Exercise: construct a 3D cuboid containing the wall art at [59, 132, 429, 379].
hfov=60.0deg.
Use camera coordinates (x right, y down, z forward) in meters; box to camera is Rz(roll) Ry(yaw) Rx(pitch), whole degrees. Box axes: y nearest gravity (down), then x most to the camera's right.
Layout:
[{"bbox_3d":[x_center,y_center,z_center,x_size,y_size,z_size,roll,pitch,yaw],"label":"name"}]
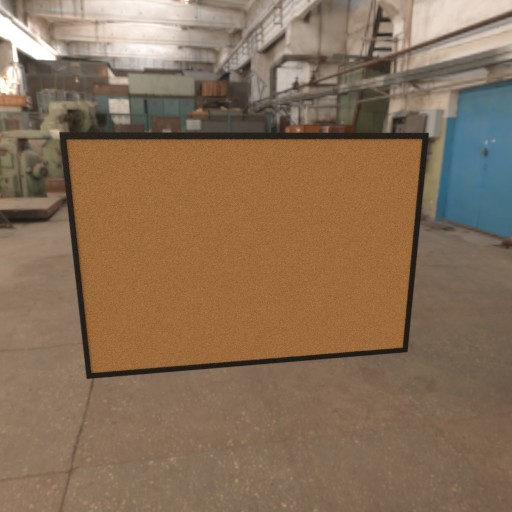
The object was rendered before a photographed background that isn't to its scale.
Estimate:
[{"bbox_3d":[0.000,0.000,0.854,0.664,0.458,0.013,-3,15,-9],"label":"wall art"}]
